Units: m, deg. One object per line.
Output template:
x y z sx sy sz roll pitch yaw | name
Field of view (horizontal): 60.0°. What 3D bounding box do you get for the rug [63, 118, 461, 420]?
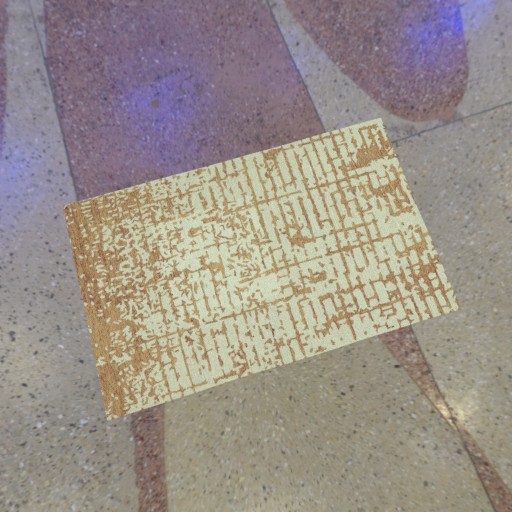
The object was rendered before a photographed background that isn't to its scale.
0.000 0.000 3.081 2.435 0.011 1.517 -16 76 -4 | rug
